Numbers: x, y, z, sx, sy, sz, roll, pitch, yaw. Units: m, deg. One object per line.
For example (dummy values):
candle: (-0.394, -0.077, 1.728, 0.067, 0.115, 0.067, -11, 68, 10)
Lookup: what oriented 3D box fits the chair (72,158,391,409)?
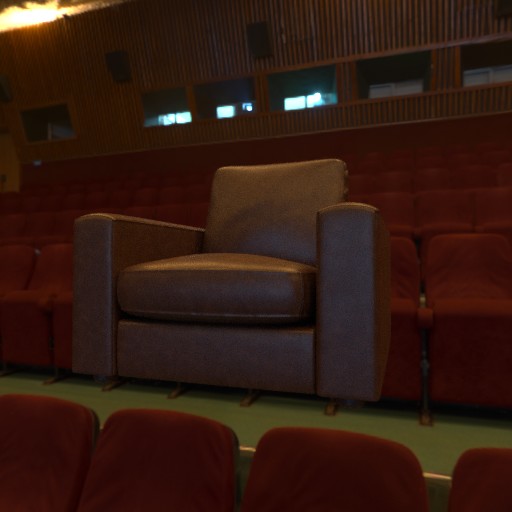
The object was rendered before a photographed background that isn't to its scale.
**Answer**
chair: (0.000, 0.000, 1.774, 1.005, 0.873, 1.016, 0, -1, 19)
